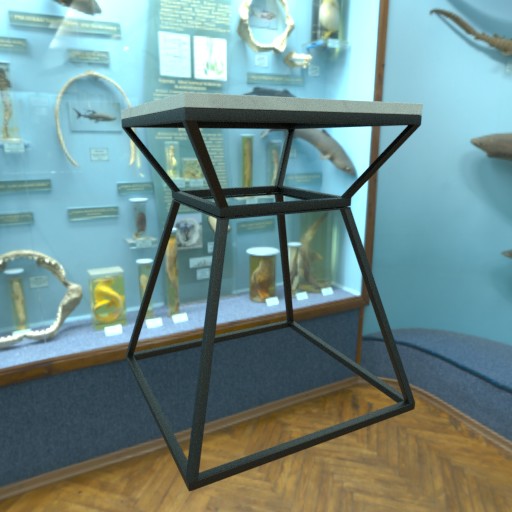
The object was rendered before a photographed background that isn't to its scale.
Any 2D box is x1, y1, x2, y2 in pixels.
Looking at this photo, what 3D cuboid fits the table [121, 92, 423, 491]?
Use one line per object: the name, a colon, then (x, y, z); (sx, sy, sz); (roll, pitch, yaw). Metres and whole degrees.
table: (0.000, 0.000, 0.877); (0.455, 0.559, 0.455); (-7, 17, -26)
